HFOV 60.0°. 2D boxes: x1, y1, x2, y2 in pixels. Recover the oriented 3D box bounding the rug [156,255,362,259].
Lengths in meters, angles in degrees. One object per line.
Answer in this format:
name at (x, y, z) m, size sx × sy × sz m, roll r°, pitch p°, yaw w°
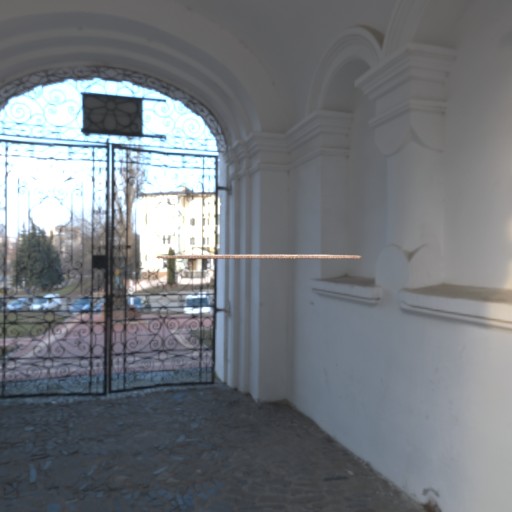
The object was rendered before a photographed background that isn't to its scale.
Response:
rug at (0.000, 0.000, 2.682) m, size 0.685 × 0.013 × 2.437 m, roll 0°, pitch 0°, yaw 0°
